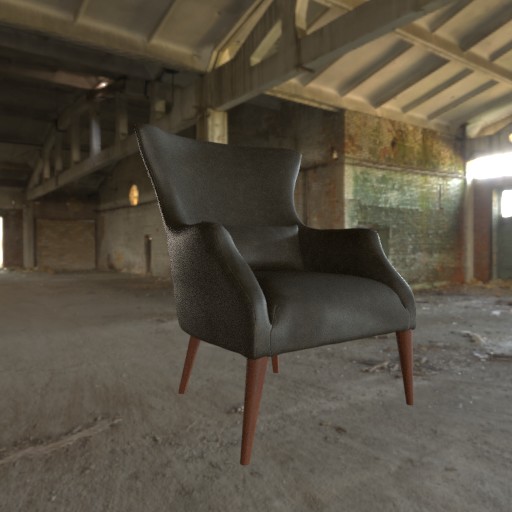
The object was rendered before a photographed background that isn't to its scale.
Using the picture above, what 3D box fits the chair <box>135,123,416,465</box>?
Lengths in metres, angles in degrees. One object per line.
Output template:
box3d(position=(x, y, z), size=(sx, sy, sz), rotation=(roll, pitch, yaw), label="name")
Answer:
box3d(position=(0.000, 0.000, 1.727), size=(0.819, 1.068, 0.954), rotation=(-1, 1, -37), label="chair")
